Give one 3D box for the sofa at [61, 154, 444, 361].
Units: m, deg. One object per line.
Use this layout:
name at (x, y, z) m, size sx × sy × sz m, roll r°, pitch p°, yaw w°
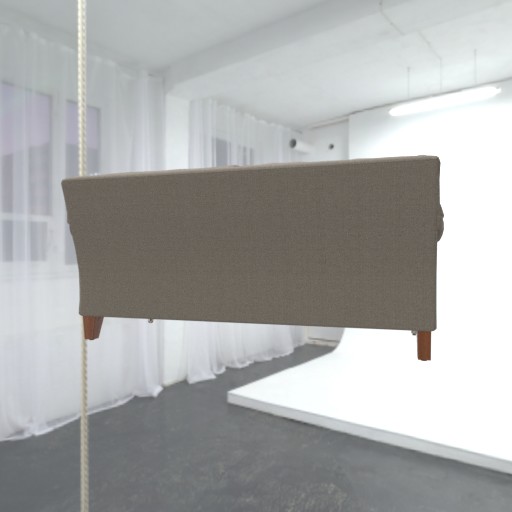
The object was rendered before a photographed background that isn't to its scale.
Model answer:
sofa at (0.000, 0.000, 2.833) m, size 2.160 × 1.054 × 1.087 m, roll 0°, pitch 0°, yaw 17°
